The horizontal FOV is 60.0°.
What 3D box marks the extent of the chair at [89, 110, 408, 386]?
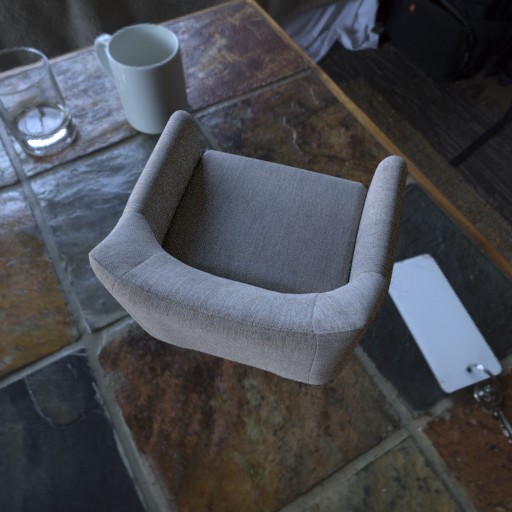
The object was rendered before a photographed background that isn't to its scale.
[{"bbox_3d":[0.000,0.000,1.421,0.796,0.761,0.758,14,63,7],"label":"chair"}]
